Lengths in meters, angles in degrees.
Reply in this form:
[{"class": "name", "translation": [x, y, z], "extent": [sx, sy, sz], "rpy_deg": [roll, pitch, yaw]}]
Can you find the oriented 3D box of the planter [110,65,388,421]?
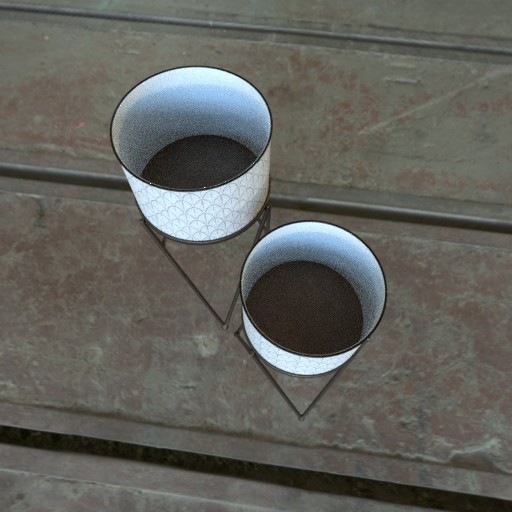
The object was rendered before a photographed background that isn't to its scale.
[{"class": "planter", "translation": [0.000, 0.000, 1.168], "extent": [0.413, 0.712, 0.769], "rpy_deg": [-35, 69, -15]}]
